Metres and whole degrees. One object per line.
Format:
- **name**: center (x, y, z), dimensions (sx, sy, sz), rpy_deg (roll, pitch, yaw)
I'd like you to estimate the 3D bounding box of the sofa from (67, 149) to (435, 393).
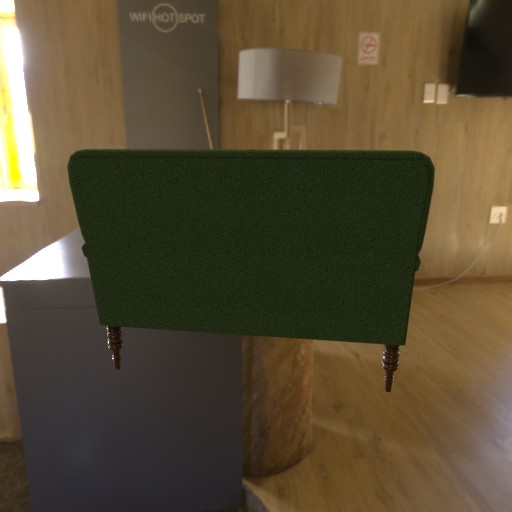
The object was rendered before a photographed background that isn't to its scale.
- **sofa**: center (0.000, 0.000, 1.861), dimensions (1.297, 0.889, 0.779), rpy_deg (2, 15, 9)
